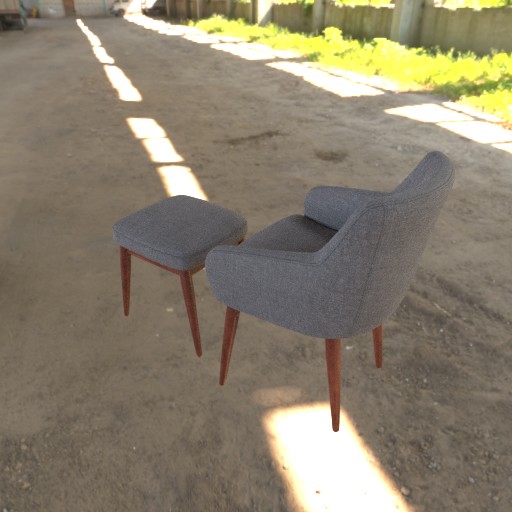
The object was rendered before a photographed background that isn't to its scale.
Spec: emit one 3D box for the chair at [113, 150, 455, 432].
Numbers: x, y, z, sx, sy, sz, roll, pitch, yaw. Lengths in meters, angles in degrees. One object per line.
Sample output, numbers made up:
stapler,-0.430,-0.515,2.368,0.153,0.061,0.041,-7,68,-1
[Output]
chair,0.000,0.000,1.501,1.107,0.799,0.584,21,36,31
